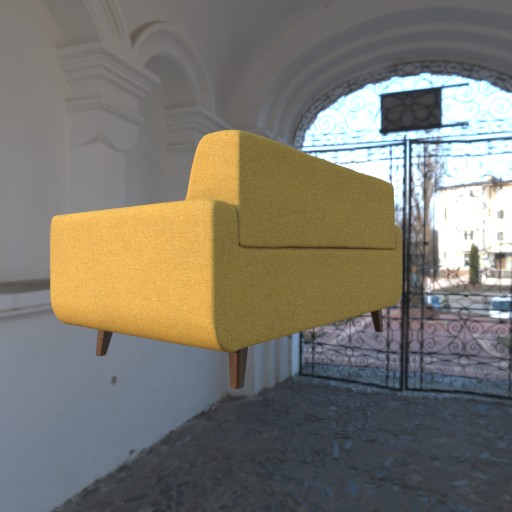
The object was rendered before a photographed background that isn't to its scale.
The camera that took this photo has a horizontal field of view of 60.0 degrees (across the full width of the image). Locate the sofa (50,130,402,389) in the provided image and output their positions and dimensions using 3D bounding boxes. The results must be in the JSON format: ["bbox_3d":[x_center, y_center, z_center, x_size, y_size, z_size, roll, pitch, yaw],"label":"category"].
[{"bbox_3d":[0.000,0.000,2.173,0.909,0.841,1.631,0,1,37],"label":"sofa"}]
